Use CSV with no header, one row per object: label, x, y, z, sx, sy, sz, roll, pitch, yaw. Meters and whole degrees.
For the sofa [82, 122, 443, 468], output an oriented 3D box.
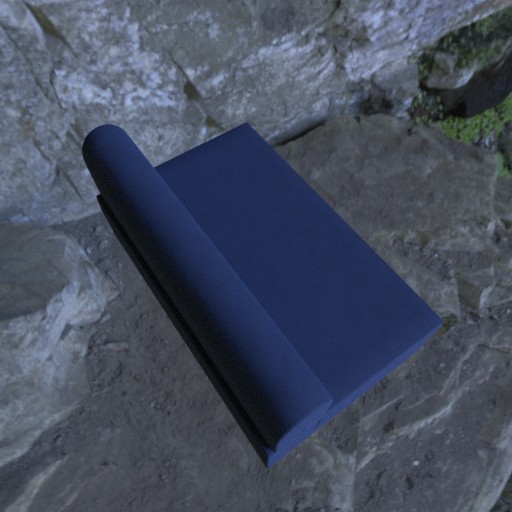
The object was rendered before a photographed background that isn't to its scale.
sofa,0.000,0.000,1.681,0.762,0.660,1.219,-31,64,-17
